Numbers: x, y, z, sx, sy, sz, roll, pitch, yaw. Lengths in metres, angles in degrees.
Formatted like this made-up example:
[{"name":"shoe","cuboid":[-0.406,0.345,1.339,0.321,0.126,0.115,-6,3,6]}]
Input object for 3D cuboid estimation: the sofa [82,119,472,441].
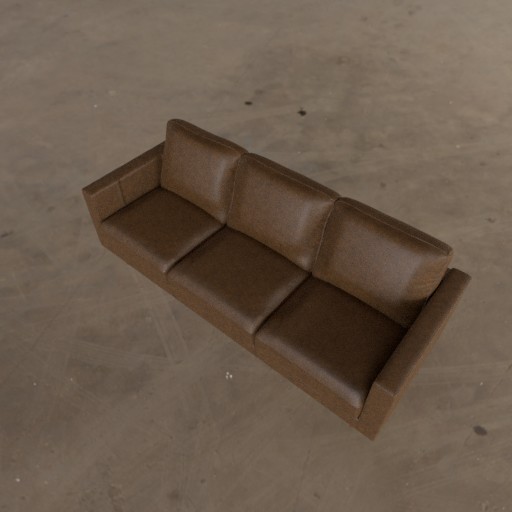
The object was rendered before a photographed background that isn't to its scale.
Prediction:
[{"name":"sofa","cuboid":[0.000,0.000,2.749,2.231,0.930,0.903,31,54,26]}]
